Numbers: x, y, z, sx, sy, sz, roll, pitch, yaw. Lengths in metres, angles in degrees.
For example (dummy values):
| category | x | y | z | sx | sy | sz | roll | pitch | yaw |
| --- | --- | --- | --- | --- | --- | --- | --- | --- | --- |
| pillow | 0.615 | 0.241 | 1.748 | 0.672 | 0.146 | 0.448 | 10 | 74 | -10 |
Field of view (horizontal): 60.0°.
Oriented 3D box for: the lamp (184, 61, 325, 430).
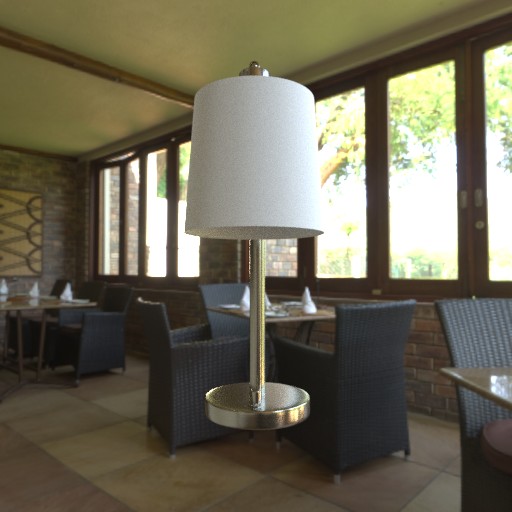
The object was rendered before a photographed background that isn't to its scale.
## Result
| category | x | y | z | sx | sy | sz | roll | pitch | yaw |
| --- | --- | --- | --- | --- | --- | --- | --- | --- | --- |
| lamp | 0.000 | 0.000 | 0.625 | 0.171 | 0.489 | 0.333 | 0 | -2 | 2 |
